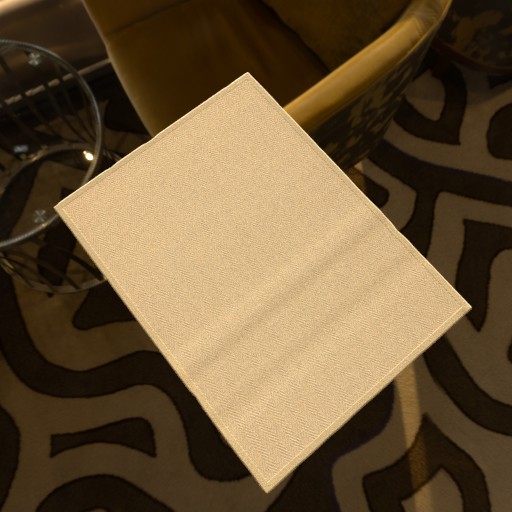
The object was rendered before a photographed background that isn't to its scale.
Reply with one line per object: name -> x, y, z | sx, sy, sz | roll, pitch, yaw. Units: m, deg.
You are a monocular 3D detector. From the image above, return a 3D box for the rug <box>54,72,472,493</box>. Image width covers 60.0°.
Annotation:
rug -> 0.000, 0.000, 4.685 | 2.734, 0.037, 3.659 | -38, 78, -10
